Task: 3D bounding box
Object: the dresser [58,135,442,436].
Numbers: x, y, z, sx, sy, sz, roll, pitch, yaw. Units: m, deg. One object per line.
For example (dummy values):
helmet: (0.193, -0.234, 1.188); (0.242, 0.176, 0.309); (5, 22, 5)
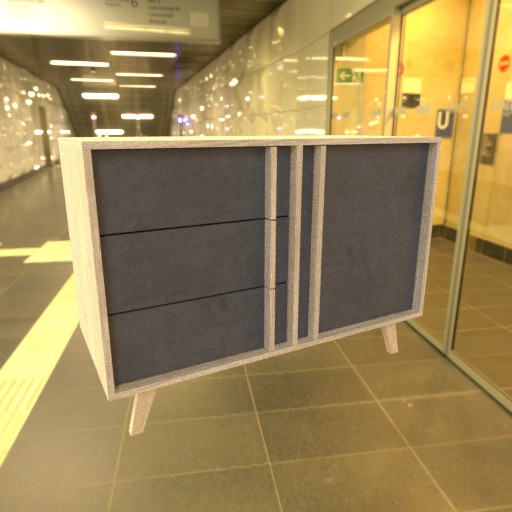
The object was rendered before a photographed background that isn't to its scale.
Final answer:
dresser: (0.000, 0.000, 1.507); (1.110, 0.780, 0.500); (-9, 18, -27)
